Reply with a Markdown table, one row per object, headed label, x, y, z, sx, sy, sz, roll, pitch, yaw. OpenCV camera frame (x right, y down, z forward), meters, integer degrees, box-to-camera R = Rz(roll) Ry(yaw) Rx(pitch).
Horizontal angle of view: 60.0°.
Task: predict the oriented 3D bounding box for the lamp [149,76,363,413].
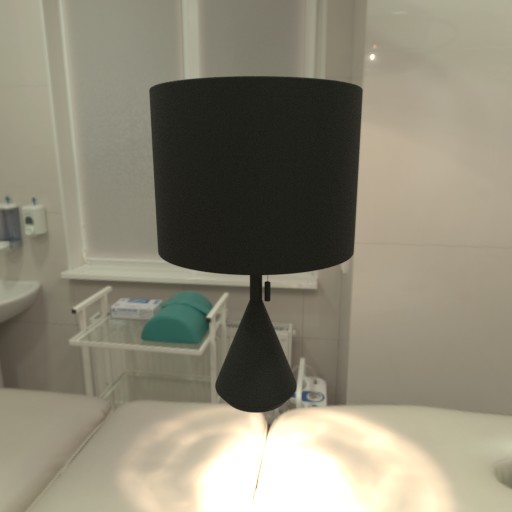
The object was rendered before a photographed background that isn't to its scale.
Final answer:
| label | x | y | z | sx | sy | sz | roll | pitch | yaw |
| --- | --- | --- | --- | --- | --- | --- | --- | --- | --- |
| lamp | 0.000 | 0.000 | 0.835 | 0.359 | 0.584 | 0.359 | 2 | 14 | 9 |
